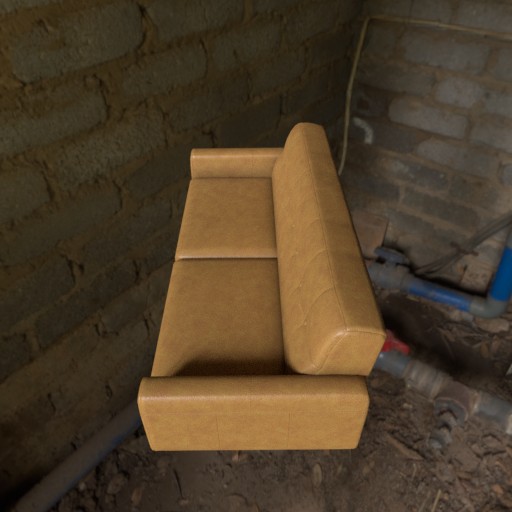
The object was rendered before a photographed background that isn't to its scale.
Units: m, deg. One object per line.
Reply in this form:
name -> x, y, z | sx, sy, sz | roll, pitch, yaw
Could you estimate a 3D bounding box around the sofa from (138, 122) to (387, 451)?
sofa -> 0.000, 0.000, 2.638 | 0.980, 0.892, 2.137 | 0, 40, 0
